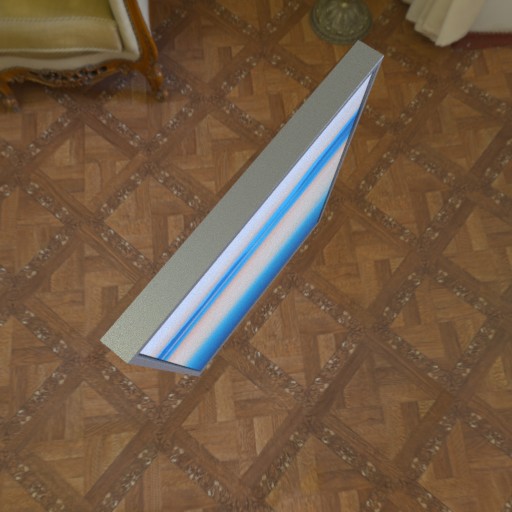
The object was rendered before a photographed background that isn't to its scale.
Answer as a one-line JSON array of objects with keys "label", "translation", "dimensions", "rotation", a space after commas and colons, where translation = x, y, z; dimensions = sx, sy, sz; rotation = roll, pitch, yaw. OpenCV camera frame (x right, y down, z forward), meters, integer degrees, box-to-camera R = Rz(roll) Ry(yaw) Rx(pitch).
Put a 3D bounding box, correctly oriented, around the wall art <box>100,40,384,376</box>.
[{"label": "wall art", "translation": [0.000, 0.000, 0.747], "dimensions": [0.037, 0.554, 0.453], "rotation": [37, 77, 10]}]
